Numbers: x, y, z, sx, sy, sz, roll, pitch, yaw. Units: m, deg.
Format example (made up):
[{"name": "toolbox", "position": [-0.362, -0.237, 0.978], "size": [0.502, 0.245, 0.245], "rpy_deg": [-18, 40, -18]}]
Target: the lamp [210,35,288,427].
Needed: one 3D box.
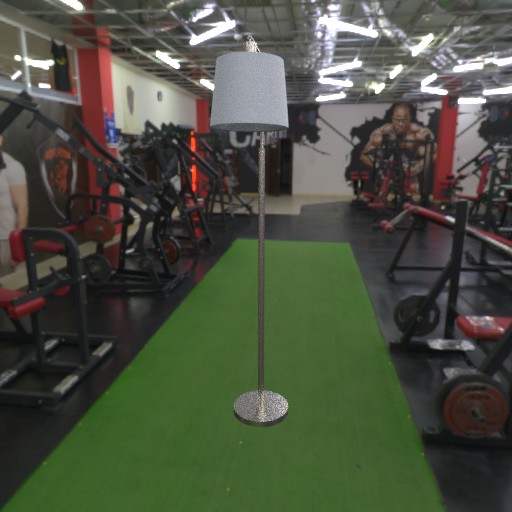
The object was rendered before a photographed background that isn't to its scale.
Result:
[{"name": "lamp", "position": [0.000, 0.000, 1.673], "size": [0.254, 1.478, 0.508], "rpy_deg": [2, 14, 9]}]
